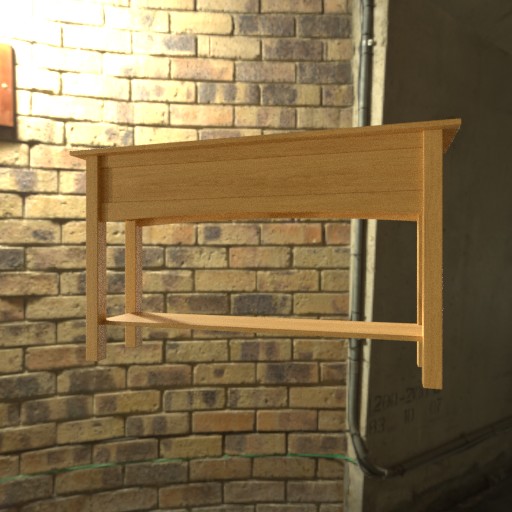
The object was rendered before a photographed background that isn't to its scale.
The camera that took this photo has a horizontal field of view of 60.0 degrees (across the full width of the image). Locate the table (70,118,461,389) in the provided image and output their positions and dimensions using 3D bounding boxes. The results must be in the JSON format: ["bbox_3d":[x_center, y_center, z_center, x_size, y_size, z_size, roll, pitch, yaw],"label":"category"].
[{"bbox_3d":[0.000,0.000,1.518,1.240,0.730,0.350,0,0,17],"label":"table"}]
